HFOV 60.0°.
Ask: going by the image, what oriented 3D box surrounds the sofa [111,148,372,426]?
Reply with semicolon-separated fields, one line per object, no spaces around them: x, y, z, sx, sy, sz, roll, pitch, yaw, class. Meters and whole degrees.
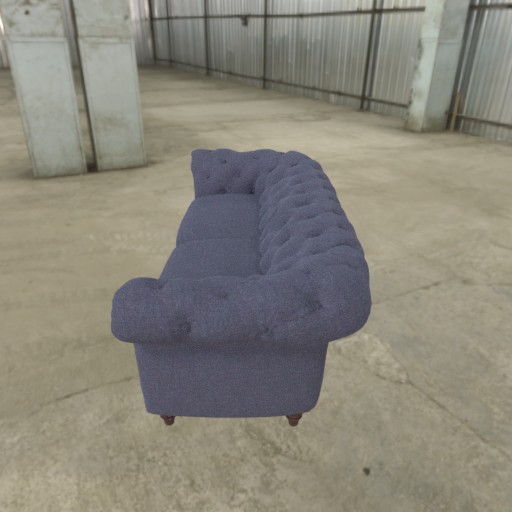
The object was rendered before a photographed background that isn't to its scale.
0.000;0.000;2.724;1.046;0.836;2.335;0;27;0;sofa
